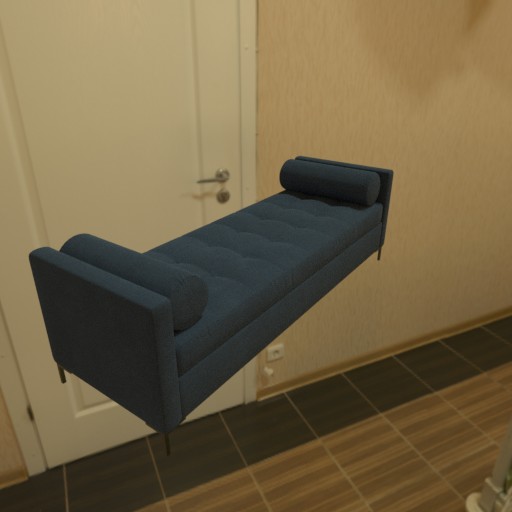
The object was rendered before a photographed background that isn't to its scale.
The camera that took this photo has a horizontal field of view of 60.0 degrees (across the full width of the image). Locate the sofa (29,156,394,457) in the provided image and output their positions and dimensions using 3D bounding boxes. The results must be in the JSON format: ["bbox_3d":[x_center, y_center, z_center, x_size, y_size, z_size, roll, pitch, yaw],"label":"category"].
[{"bbox_3d":[0.000,0.000,2.321,0.686,0.635,1.981,17,30,32],"label":"sofa"}]
